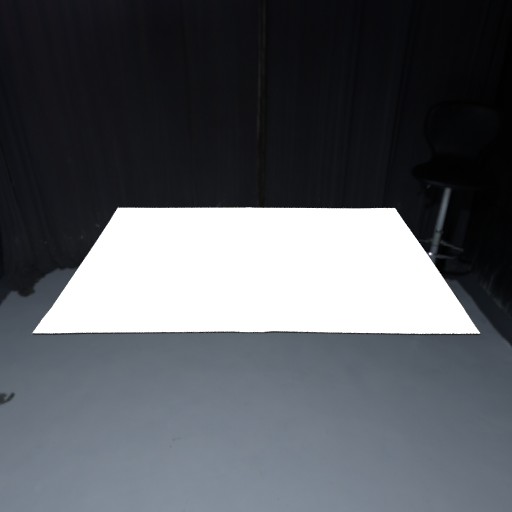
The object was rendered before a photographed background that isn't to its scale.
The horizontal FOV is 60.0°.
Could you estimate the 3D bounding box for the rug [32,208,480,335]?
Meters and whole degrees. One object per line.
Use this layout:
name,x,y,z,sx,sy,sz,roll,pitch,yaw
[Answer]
rug,0.000,0.000,3.692,2.869,0.038,2.032,0,29,0
